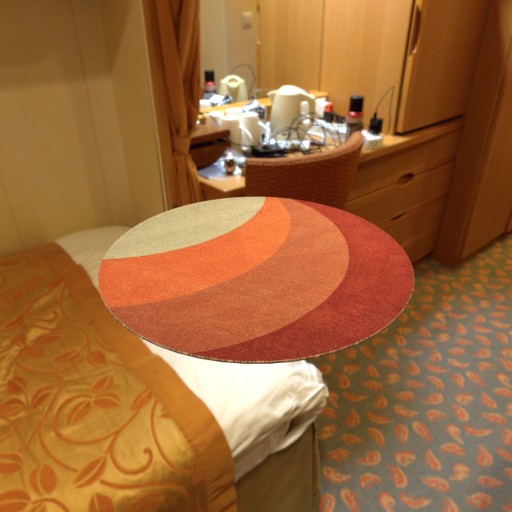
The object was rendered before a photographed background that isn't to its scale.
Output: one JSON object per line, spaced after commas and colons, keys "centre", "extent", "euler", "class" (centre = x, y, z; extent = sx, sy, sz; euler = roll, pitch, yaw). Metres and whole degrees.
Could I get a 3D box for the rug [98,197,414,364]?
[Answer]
{"centre": [0.000, 0.000, 2.219], "extent": [1.514, 0.015, 1.514], "euler": [0, 30, 0], "class": "rug"}
